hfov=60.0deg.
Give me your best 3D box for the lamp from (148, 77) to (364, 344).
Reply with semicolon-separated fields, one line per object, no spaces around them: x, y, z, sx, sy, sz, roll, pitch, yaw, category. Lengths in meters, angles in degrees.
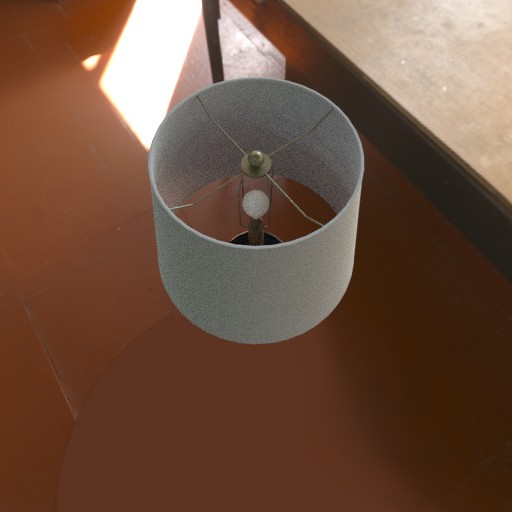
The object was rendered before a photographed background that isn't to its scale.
0.000;0.000;0.565;0.239;0.399;0.239;0;64;0;lamp
